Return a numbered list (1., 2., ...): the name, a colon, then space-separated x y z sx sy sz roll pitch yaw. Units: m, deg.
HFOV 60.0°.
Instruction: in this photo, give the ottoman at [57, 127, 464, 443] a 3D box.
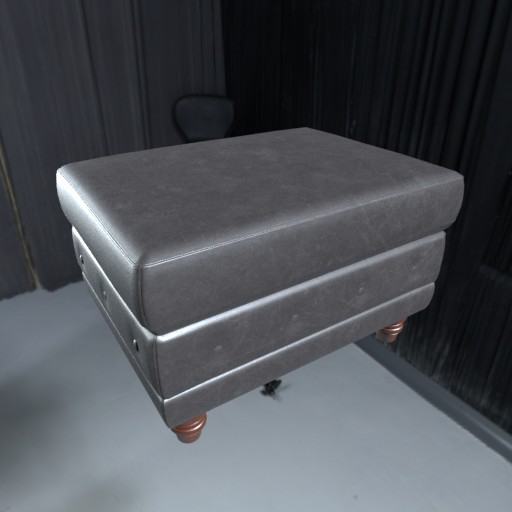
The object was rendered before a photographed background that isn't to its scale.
1. ottoman: 0.000 0.000 1.138 0.795 0.498 0.590 -17 33 -29
